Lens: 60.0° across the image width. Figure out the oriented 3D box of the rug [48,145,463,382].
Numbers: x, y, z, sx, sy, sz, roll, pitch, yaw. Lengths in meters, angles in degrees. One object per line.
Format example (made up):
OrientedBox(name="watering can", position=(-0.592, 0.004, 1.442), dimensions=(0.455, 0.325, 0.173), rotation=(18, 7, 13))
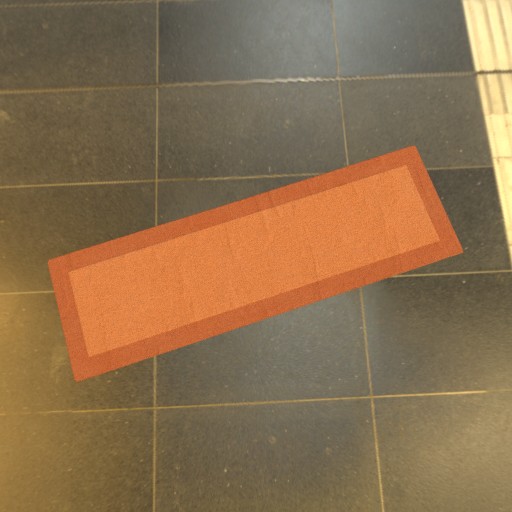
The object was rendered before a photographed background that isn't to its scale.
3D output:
OrientedBox(name="rug", position=(0.000, 0.000, 2.700), dimensions=(2.471, 0.013, 0.914), rotation=(-22, 77, -5))
